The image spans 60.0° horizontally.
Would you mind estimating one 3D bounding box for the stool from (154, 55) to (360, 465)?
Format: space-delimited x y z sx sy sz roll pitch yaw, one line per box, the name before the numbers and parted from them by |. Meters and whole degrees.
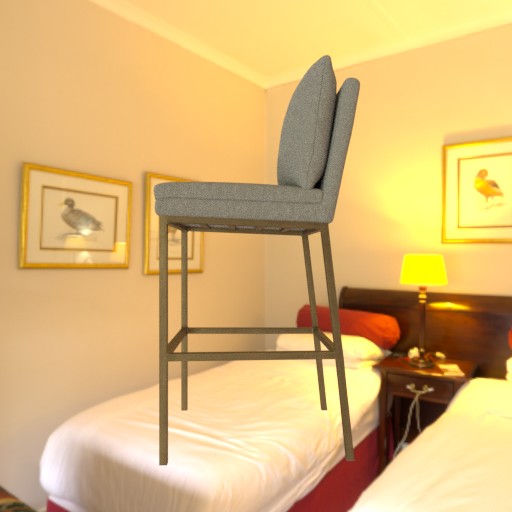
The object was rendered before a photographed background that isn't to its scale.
stool | 0.000 0.000 1.427 0.569 1.132 0.463 0 0 -2
